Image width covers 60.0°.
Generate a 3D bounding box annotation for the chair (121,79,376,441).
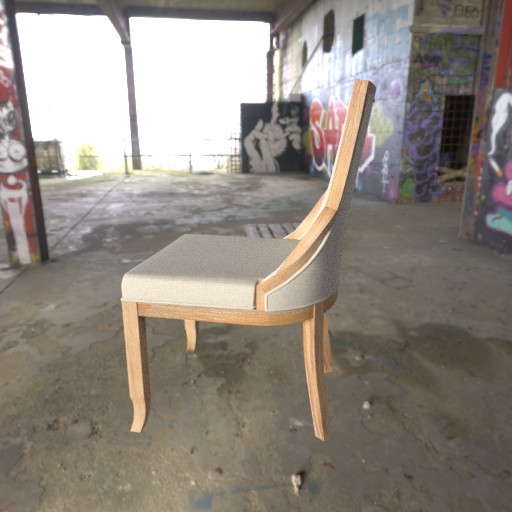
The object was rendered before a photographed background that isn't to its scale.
[{"bbox_3d":[0.000,0.000,1.344,0.641,0.947,0.524,3,16,10],"label":"chair"}]
